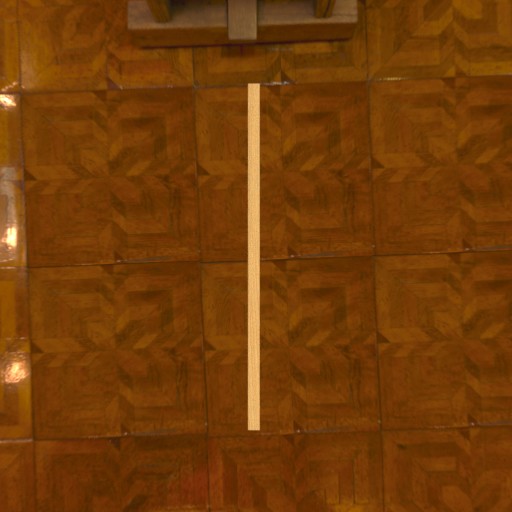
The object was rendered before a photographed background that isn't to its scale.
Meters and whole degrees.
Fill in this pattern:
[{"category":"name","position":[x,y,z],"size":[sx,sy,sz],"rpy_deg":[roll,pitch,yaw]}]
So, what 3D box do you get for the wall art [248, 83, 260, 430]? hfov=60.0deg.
[{"category":"wall art","position":[0.000,0.000,0.828],"size":[0.013,0.683,0.381],"rpy_deg":[0,90,0]}]
